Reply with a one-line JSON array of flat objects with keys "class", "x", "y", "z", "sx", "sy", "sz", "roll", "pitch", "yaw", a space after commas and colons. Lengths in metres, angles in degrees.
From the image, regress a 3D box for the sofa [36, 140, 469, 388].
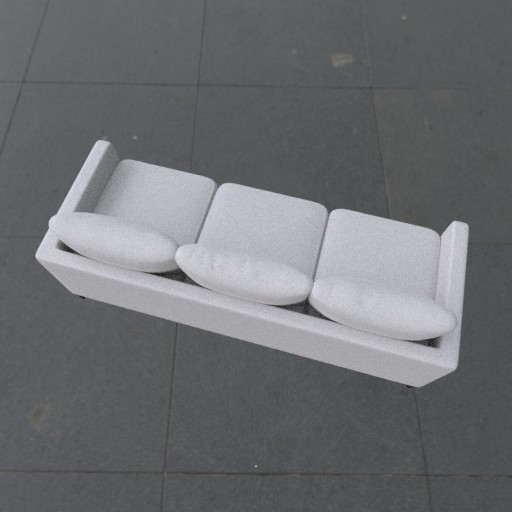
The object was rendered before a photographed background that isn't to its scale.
[{"class": "sofa", "x": 0.000, "y": 0.000, "z": 2.591, "sx": 2.218, "sy": 0.874, "sz": 0.859, "roll": 14, "pitch": 65, "yaw": 7}]
